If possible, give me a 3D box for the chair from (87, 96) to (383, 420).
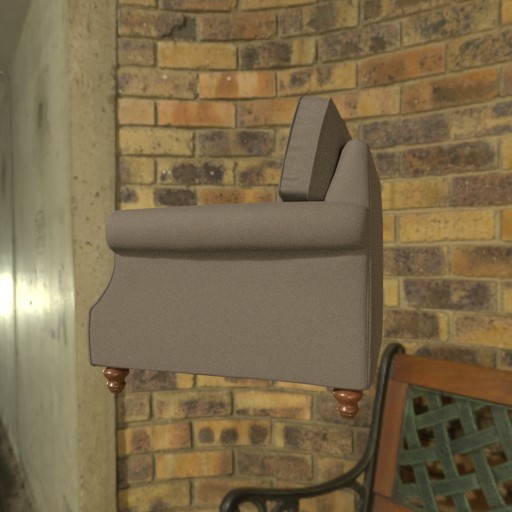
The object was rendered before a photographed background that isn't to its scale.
[{"bbox_3d":[0.000,0.000,1.784,0.966,0.967,1.029,0,0,18],"label":"chair"}]
